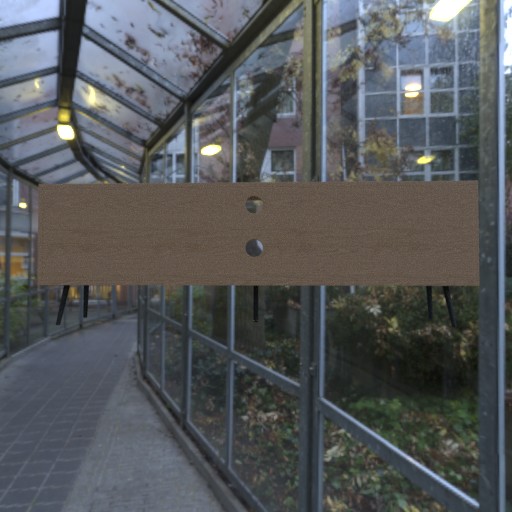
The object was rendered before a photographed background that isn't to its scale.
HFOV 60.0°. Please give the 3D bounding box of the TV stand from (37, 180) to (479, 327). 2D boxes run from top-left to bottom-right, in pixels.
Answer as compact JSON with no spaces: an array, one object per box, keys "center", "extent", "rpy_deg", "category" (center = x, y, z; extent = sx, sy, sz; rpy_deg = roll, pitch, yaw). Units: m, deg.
[{"center":[0.000,0.000,1.967],"extent":[1.760,0.580,0.400],"rpy_deg":[0,-1,2],"category":"TV stand"}]
